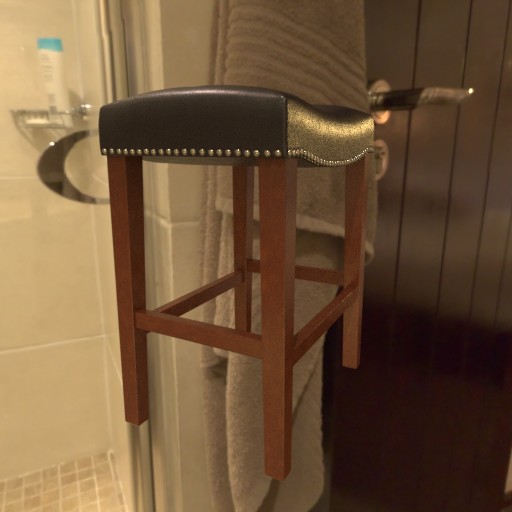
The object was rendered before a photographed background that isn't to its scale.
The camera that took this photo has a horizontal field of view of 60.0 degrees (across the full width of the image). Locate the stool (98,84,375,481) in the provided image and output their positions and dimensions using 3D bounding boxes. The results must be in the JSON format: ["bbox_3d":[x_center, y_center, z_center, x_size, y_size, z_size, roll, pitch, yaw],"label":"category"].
[{"bbox_3d":[0.000,0.000,0.968,0.372,0.654,0.504,7,16,27],"label":"stool"}]
